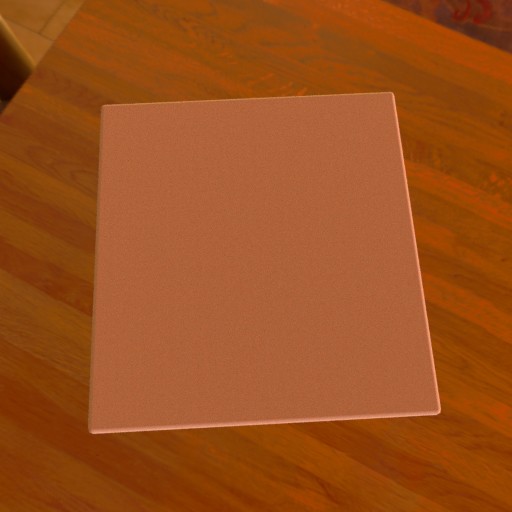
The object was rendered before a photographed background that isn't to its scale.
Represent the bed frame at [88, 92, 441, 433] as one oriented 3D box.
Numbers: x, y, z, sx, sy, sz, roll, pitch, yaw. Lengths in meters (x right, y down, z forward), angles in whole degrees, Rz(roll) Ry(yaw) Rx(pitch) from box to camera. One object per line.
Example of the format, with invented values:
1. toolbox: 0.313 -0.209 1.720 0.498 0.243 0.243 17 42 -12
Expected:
1. bed frame: 0.000 0.000 3.751 2.526 0.680 2.635 -3 75 -1
